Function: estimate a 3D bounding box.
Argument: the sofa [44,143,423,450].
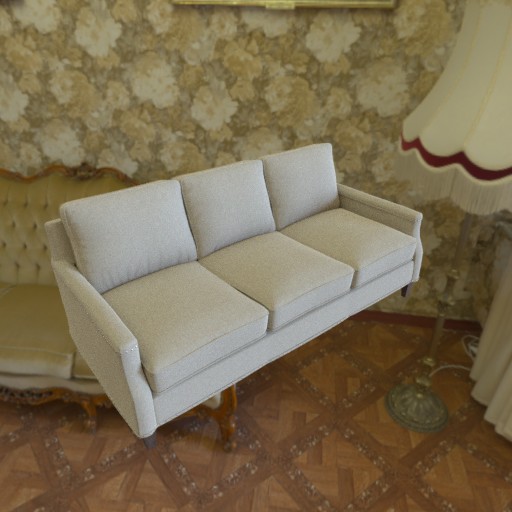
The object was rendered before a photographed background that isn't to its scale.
[{"bbox_3d":[0.000,0.000,2.839,2.246,1.003,1.084,-21,36,-33],"label":"sofa"}]
